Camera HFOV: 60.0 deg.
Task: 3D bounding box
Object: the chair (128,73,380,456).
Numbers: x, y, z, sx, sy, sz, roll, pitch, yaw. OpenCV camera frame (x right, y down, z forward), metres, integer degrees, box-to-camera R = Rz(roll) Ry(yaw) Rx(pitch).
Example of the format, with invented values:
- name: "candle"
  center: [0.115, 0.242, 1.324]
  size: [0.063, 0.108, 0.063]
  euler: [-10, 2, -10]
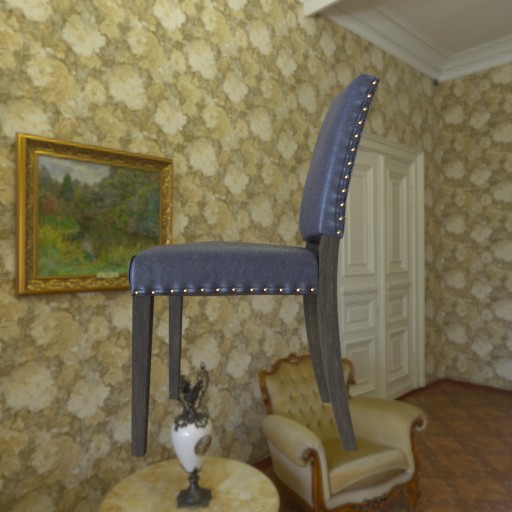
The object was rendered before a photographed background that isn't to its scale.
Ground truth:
- name: "chair"
  center: [0.000, 0.000, 1.334]
  size: [0.633, 0.991, 0.500]
  euler: [0, -1, 0]
